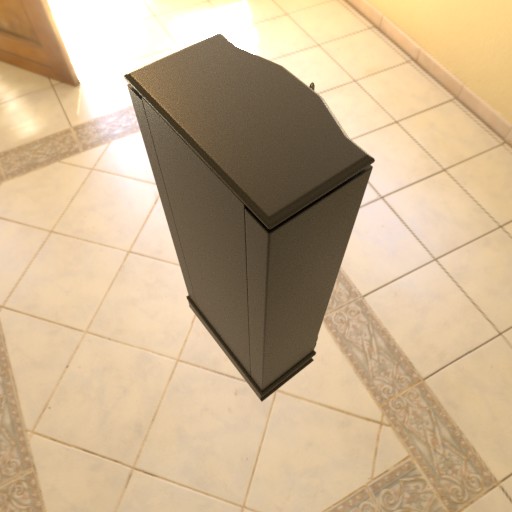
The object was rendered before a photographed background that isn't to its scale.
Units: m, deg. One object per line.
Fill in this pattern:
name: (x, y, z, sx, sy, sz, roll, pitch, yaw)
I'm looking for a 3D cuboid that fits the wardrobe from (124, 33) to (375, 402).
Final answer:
wardrobe: (0.000, 0.000, 1.192, 0.295, 1.011, 0.444, -33, 64, -19)
